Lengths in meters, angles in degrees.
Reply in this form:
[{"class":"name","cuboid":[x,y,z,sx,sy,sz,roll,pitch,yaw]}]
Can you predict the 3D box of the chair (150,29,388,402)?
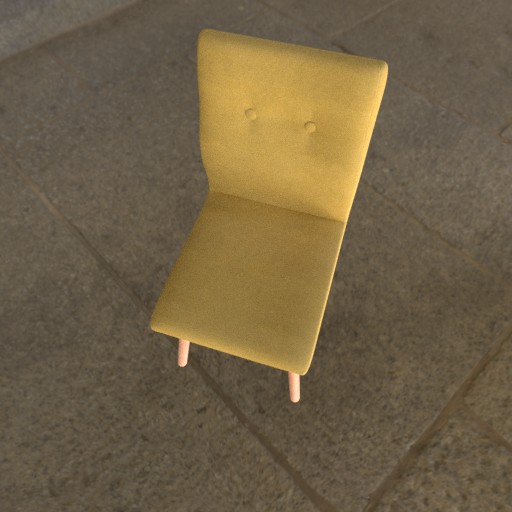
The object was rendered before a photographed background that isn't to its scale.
[{"class":"chair","cuboid":[0.000,0.000,1.264,0.450,0.965,0.550,15,59,9]}]
